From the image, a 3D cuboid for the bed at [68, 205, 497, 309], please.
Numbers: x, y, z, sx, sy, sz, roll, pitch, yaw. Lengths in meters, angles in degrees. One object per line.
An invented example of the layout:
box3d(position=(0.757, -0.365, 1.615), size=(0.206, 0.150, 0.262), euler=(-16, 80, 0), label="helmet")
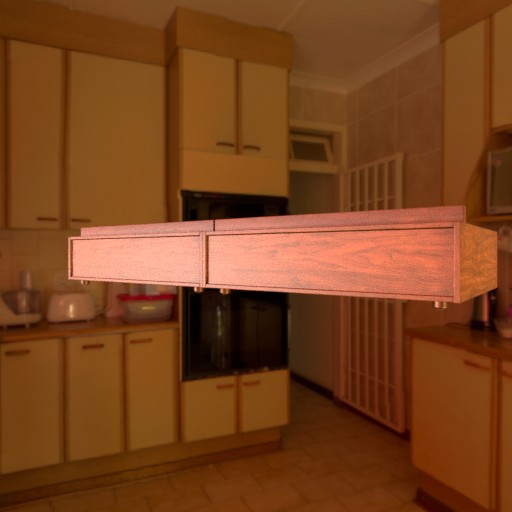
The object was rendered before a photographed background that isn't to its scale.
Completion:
box3d(position=(0.000, 0.000, 2.234), size=(2.057, 0.326, 0.787), euler=(0, 0, 36), label="bed")
